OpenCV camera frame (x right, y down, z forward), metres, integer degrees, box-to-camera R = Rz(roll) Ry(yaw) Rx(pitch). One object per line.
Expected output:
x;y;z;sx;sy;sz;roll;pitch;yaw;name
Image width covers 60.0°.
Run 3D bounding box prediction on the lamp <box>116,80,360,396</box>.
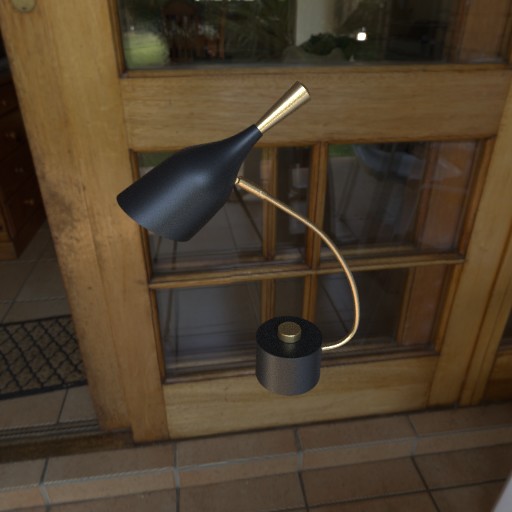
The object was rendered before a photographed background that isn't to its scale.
0.000;0.000;0.631;0.352;0.464;0.110;-7;30;-12;lamp
